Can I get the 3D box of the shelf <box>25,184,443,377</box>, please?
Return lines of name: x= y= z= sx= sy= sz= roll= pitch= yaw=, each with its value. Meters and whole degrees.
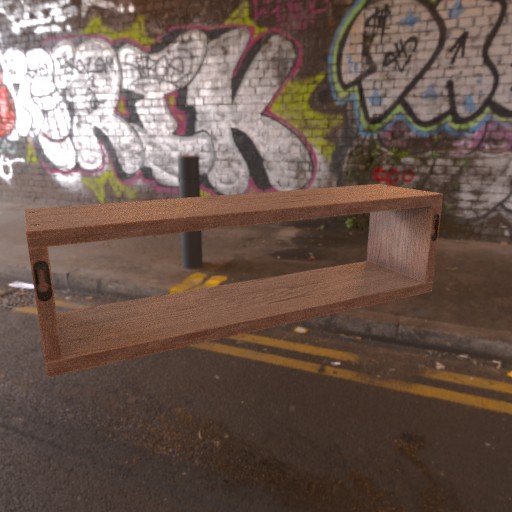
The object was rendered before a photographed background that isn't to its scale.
shelf: x=0.000 y=0.000 z=0.678 sx=0.610 sy=0.170 sz=0.150 roll=-8 pitch=18 yaw=-26
